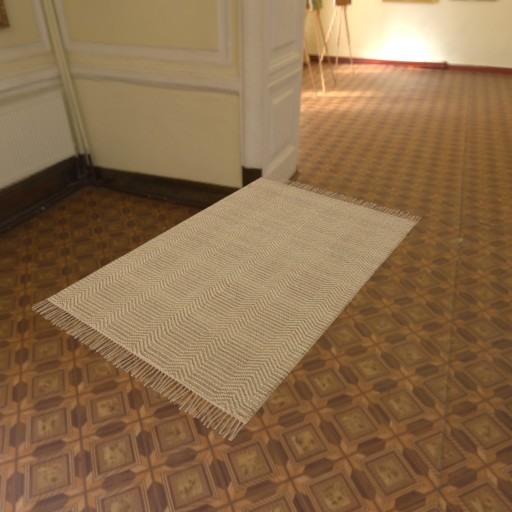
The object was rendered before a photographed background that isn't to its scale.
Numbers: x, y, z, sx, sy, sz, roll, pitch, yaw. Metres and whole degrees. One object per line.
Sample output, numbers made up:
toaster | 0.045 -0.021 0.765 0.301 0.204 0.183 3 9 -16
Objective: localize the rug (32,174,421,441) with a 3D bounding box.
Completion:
rug | 0.000 0.000 3.128 1.528 0.034 2.523 22 39 29
